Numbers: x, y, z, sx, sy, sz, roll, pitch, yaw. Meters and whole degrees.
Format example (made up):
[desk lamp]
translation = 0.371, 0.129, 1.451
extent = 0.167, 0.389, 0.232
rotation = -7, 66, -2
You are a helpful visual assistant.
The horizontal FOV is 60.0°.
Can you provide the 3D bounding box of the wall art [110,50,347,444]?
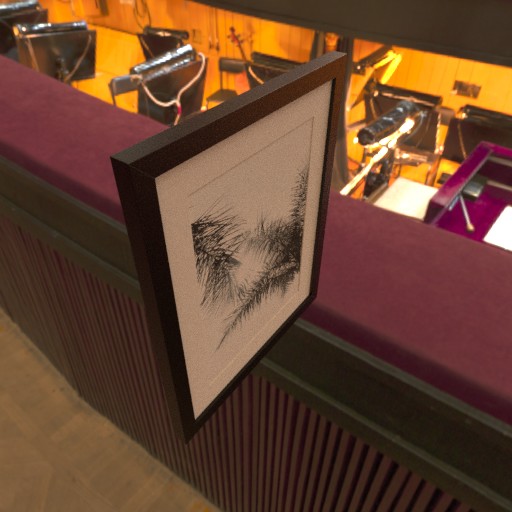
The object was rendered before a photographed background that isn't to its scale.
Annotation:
[wall art]
translation = 0.000, 0.000, 0.758
extent = 0.028, 0.557, 0.457
rotation = 25, 46, 27
